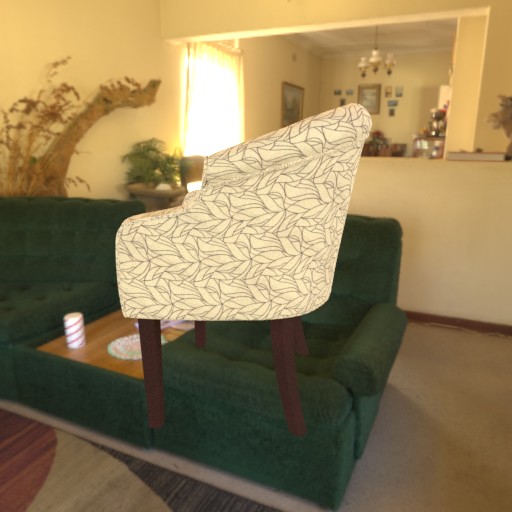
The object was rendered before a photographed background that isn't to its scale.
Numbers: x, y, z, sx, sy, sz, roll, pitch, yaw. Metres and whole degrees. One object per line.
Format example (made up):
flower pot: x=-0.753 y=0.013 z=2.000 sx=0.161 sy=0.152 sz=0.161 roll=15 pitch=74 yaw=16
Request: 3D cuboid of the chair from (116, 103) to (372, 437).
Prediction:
chair: x=0.000 y=0.000 z=1.326 sx=0.613 sy=0.858 sz=0.686 roll=2 pitch=15 yaw=7
